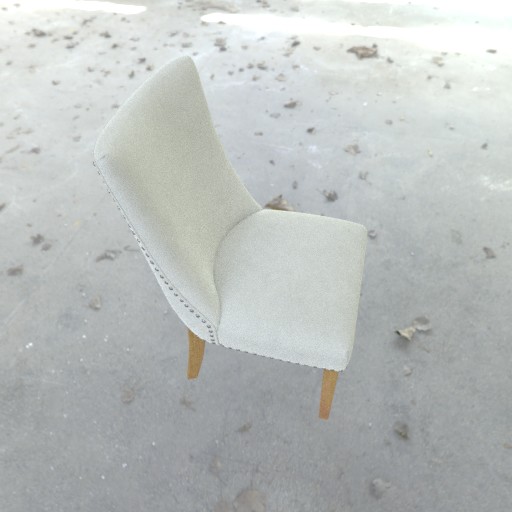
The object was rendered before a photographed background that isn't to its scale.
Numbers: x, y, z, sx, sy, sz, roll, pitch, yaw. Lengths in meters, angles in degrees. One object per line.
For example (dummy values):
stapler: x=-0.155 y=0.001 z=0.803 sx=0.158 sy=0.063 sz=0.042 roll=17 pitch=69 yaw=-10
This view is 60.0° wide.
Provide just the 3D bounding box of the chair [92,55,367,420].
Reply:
chair: x=0.000 y=0.000 z=1.262 sx=0.610 sy=0.902 sz=0.495 roll=11 pitch=48 yaw=10
